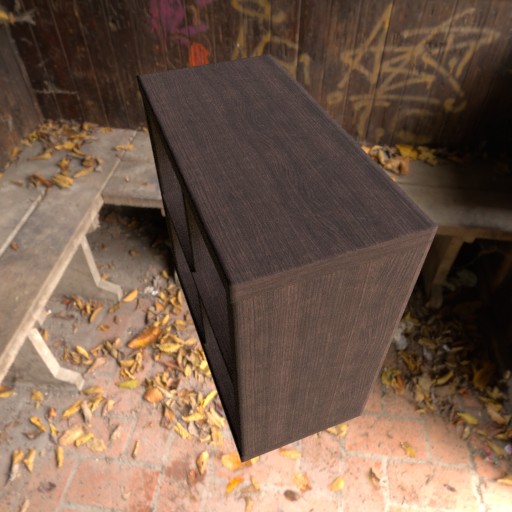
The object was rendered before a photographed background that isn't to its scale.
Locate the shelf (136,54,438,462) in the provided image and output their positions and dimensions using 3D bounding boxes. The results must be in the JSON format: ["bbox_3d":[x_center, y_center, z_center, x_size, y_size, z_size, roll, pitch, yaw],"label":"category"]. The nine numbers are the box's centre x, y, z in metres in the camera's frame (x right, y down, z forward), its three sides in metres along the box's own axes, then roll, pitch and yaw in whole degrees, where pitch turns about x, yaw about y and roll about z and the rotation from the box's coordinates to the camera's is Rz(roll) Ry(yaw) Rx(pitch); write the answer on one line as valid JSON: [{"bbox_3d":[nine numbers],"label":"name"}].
[{"bbox_3d":[0.000,0.000,1.277,0.390,0.786,0.790,-16,49,-14],"label":"shelf"}]
